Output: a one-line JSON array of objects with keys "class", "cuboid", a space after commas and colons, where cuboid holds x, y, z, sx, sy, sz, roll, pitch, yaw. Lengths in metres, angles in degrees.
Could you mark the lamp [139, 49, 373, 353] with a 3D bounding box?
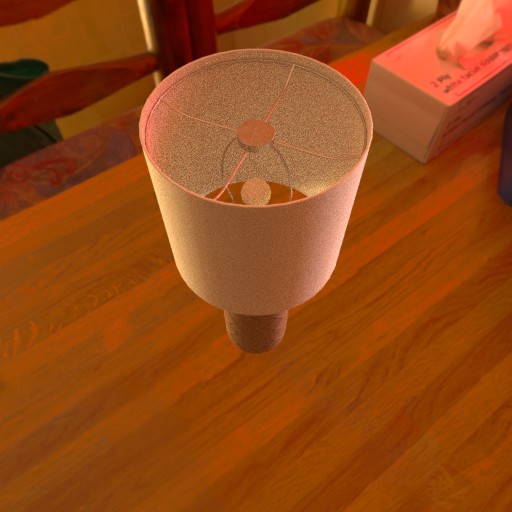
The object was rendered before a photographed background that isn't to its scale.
[{"class": "lamp", "cuboid": [0.000, 0.000, 0.589, 0.207, 0.461, 0.207, 20, 60, 12]}]
